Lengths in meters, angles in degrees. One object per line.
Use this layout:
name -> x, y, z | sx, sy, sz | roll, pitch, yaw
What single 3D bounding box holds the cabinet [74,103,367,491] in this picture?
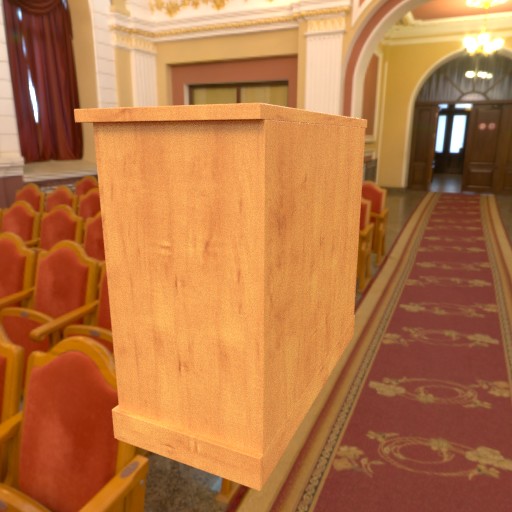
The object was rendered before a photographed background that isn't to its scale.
cabinet -> 0.000, 0.000, 1.391 | 0.450, 0.840, 0.920 | 7, 17, 24
